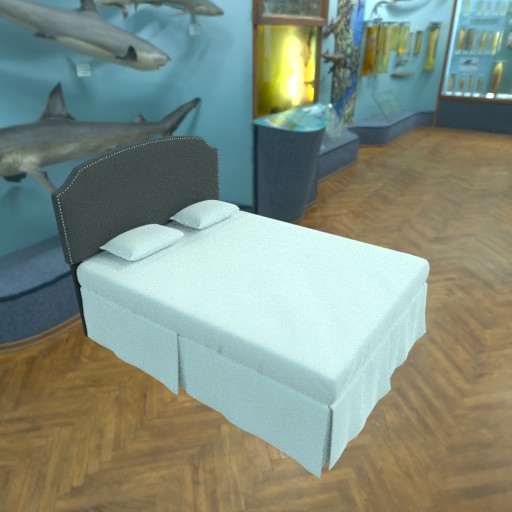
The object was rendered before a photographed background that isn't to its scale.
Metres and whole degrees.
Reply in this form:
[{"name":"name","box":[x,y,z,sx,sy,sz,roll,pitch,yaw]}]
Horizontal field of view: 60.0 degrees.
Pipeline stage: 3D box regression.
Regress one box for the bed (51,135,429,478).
[{"name":"bed","box":[0.000,0.000,2.930,1.999,1.270,1.558,18,32,31]}]
